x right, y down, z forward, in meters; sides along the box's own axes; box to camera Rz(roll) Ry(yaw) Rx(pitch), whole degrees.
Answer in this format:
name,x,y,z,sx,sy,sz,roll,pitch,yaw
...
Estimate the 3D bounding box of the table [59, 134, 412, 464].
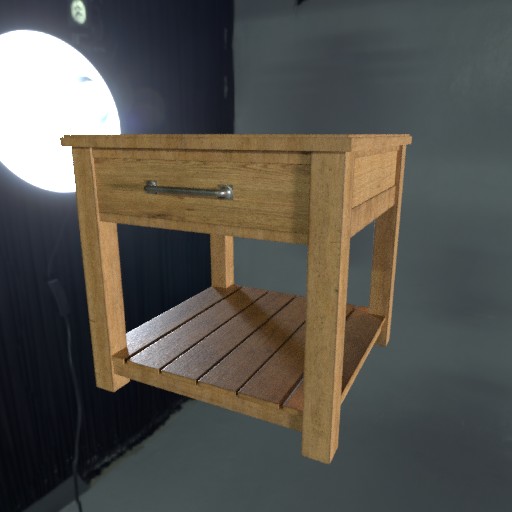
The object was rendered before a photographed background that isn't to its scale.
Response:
name,x,y,z,sx,sy,sz,roll,pitch,yaw
table,0.000,0.000,1.120,0.616,0.593,0.612,8,17,26
